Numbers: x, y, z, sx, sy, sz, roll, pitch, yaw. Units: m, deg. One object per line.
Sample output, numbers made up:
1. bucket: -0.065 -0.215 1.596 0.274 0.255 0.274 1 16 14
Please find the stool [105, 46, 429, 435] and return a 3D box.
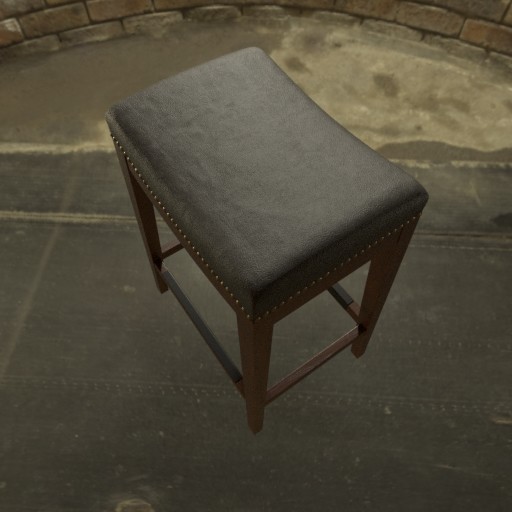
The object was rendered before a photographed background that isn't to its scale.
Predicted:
1. stool: 0.000 0.000 0.945 0.353 0.664 0.490 -31 63 -18
